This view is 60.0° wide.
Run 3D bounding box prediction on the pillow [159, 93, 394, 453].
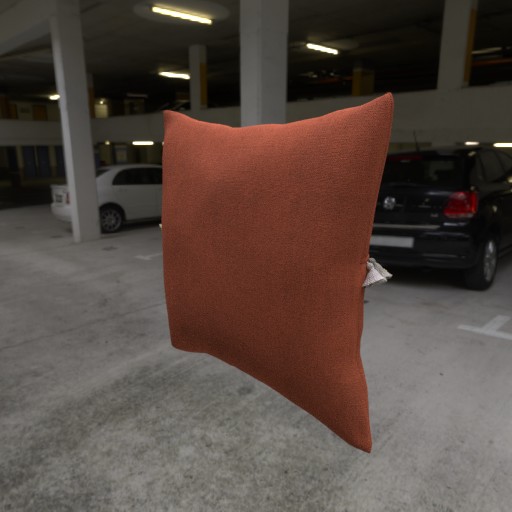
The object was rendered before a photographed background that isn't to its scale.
[{"bbox_3d":[0.000,0.000,0.742,0.165,0.482,0.490,-14,20,-43],"label":"pillow"}]
